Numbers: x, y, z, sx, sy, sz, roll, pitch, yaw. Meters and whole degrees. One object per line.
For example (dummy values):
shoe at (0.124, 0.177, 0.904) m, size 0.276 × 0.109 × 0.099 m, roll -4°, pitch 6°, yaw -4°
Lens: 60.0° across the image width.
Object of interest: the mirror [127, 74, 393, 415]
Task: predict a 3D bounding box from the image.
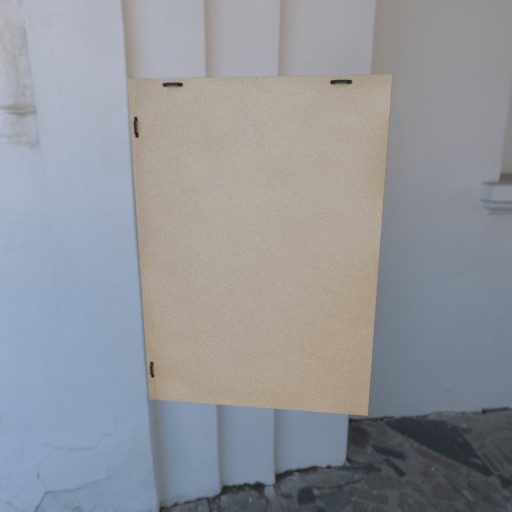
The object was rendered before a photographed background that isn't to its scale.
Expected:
mirror at (0.000, 0.000, 0.944) m, size 0.507 × 0.710 × 0.040 m, roll 2°, pitch 15°, yaw 7°
